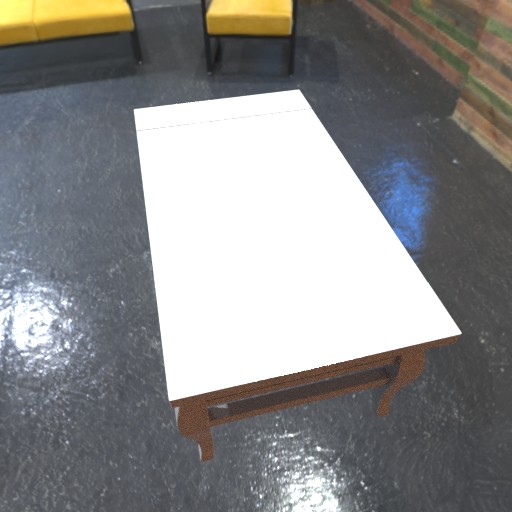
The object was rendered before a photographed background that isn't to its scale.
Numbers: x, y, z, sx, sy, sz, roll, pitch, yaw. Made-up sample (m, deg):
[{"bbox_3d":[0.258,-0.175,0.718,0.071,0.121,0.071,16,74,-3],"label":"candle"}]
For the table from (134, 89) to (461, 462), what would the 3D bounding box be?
[{"bbox_3d":[0.000,0.000,1.370,0.600,0.495,1.062,-10,48,-10],"label":"table"}]
